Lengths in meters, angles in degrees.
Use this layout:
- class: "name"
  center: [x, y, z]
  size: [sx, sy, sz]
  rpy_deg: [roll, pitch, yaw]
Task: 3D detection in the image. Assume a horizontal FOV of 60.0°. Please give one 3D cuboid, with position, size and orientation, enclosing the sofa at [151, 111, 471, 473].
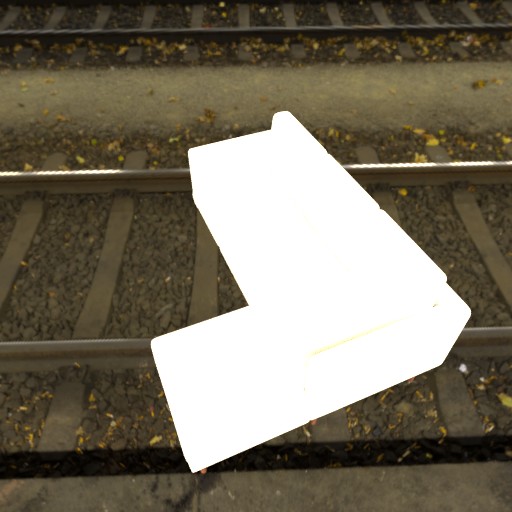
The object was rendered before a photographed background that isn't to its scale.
- class: "sofa"
  center: [0.000, 0.000, 2.859]
  size: [1.580, 0.899, 2.029]
  rpy_deg: [-17, 49, -16]
